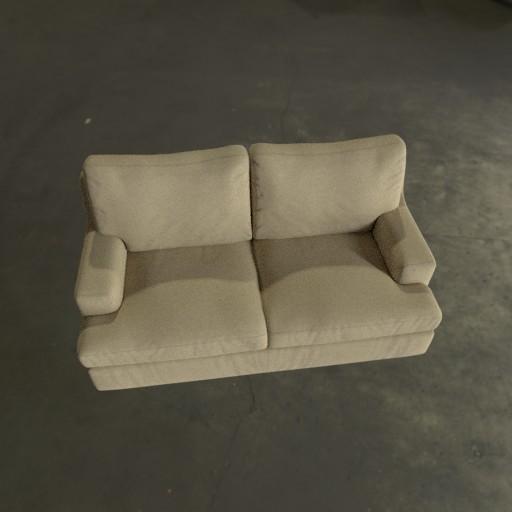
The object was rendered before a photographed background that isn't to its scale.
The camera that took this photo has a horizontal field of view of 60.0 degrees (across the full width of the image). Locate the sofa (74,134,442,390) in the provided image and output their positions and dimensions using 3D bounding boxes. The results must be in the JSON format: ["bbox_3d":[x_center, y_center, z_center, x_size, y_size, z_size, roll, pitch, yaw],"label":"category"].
[{"bbox_3d":[0.000,0.000,2.436,1.885,0.967,0.962,-5,47,-5],"label":"sofa"}]
